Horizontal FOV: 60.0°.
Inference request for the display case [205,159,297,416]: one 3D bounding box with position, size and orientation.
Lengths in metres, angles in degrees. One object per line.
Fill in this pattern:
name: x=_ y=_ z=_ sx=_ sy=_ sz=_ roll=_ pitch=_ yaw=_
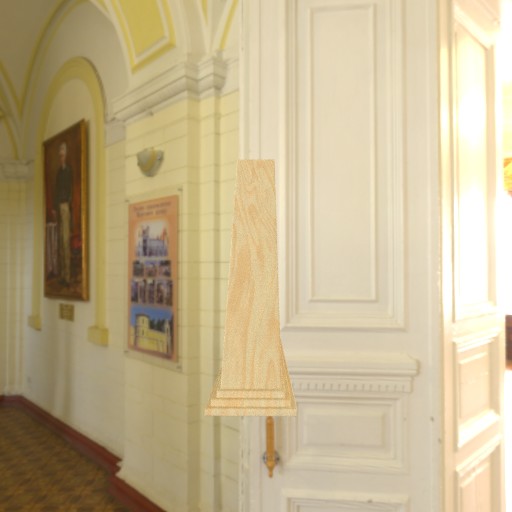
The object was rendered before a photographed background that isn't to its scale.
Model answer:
display case: x=0.000 y=0.000 z=0.779 sx=0.095 sy=0.340 sz=0.640 roll=0 pitch=-1 yaw=1
